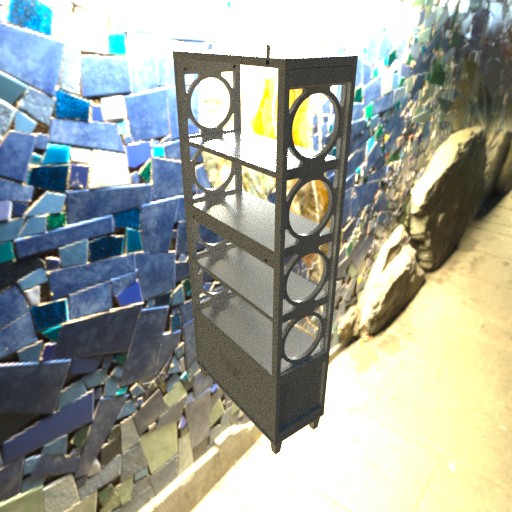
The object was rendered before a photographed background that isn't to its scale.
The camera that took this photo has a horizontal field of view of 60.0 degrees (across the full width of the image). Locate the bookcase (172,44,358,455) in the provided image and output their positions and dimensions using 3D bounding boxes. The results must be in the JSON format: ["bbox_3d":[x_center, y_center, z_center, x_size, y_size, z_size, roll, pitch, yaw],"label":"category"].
[{"bbox_3d":[0.000,0.000,2.143,0.361,1.869,0.761,-19,32,-32],"label":"bookcase"}]
